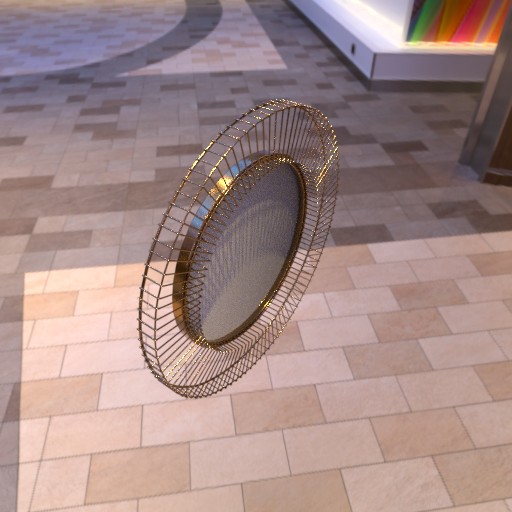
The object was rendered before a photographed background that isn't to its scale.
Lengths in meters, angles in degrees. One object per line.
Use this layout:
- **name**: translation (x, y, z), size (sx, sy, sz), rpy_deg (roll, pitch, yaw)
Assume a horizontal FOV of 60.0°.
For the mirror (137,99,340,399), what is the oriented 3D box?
- **mirror**: translation (0.000, 0.000, 1.043), size (0.067, 0.703, 0.703), rpy_deg (25, 46, 26)
